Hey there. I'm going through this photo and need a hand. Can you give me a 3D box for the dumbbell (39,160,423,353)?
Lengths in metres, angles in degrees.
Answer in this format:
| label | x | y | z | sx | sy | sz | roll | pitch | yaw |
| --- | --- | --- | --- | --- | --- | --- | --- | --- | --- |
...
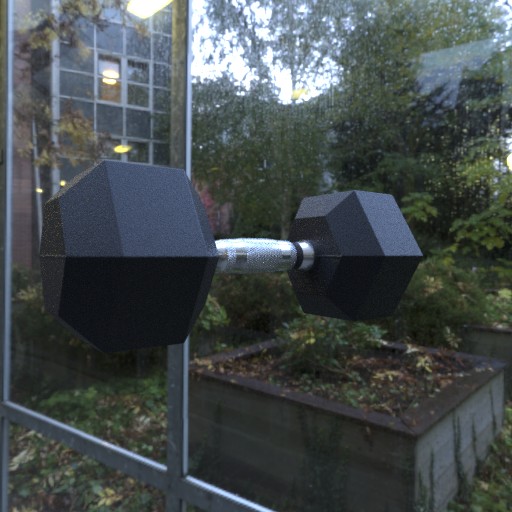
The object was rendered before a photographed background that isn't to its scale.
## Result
| label | x | y | z | sx | sy | sz | roll | pitch | yaw |
| --- | --- | --- | --- | --- | --- | --- | --- | --- | --- |
| dumbbell | 0.000 | 0.000 | 0.394 | 0.337 | 0.123 | 0.142 | 0 | 0 | -35 |
